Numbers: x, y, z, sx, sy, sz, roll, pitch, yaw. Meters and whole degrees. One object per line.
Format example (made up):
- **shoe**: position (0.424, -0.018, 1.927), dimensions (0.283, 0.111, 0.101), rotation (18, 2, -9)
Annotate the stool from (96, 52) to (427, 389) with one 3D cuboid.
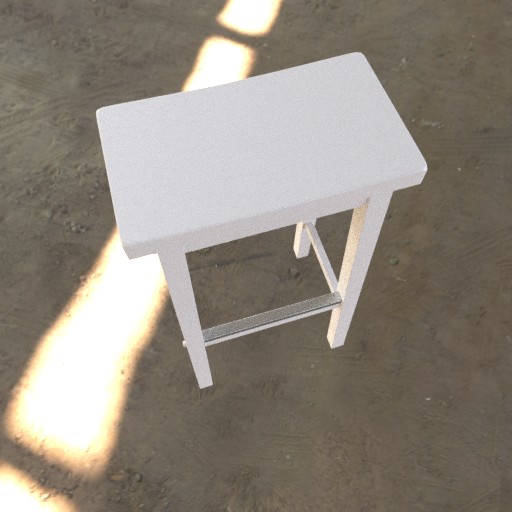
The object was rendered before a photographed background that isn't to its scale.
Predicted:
- **stool**: position (0.000, 0.000, 0.935), dimensions (0.406, 0.742, 0.322), rotation (-15, 65, -7)
